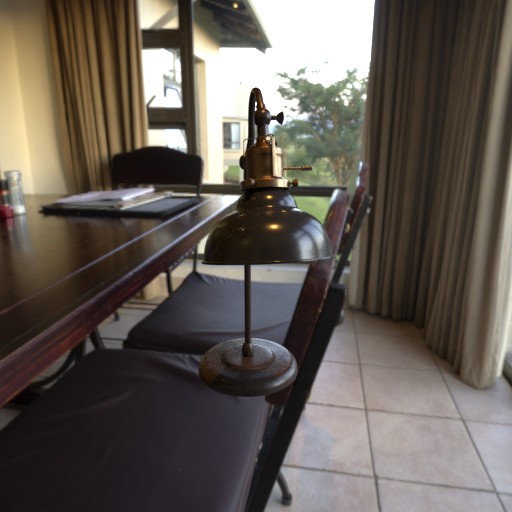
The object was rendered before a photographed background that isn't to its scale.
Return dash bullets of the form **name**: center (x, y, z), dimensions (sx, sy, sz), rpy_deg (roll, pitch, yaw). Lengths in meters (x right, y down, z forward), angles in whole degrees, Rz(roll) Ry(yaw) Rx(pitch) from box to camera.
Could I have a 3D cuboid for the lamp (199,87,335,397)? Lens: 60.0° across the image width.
- **lamp**: center (0.000, 0.000, 0.709), dimensions (0.192, 0.508, 0.374), rpy_deg (-3, 16, -9)
